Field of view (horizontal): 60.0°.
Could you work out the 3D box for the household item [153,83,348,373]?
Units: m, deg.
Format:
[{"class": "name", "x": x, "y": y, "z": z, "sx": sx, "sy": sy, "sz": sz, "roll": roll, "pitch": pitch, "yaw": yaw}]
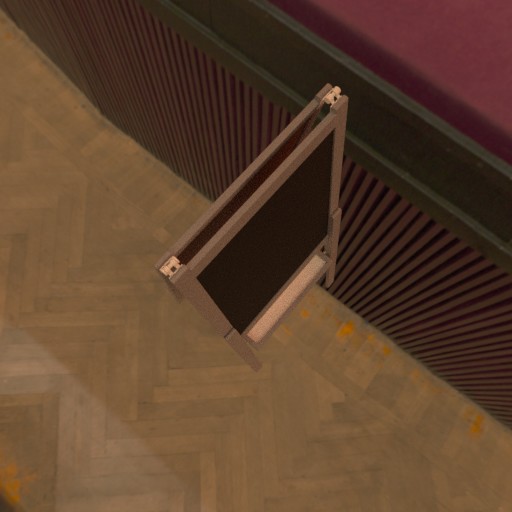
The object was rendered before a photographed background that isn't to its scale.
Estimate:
[{"class": "household item", "x": 0.000, "y": 0.000, "z": 1.436, "sx": 0.469, "sy": 1.172, "sz": 0.531, "roll": 40, "pitch": 78, "yaw": 10}]
